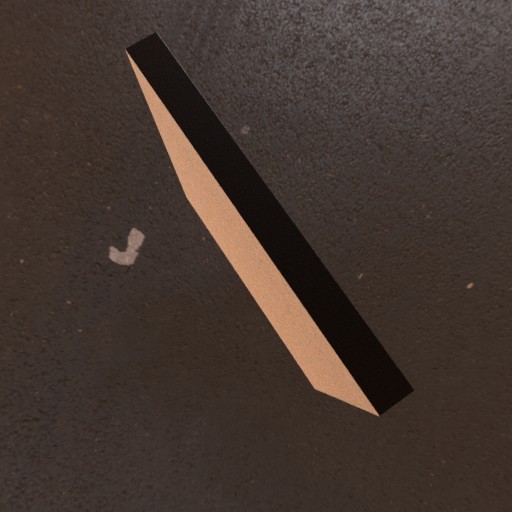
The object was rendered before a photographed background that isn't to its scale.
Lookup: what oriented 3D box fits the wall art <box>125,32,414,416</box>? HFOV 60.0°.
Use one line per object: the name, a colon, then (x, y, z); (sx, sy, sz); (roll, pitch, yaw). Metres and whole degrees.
wall art: (0.000, 0.000, 0.471); (0.029, 0.318, 0.327); (-33, 78, -8)
